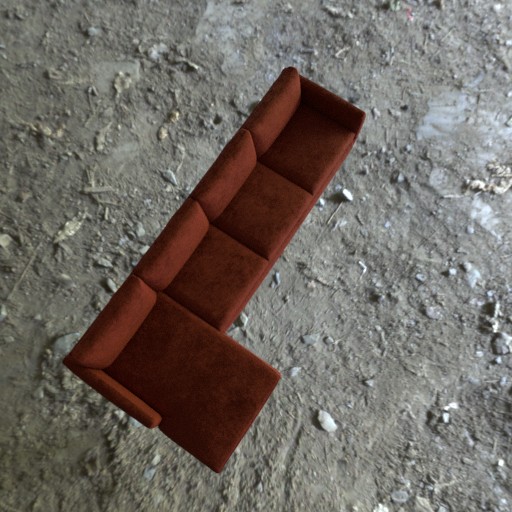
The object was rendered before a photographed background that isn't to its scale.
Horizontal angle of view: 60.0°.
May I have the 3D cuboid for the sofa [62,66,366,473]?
[{"bbox_3d":[0.000,0.000,2.923,1.136,0.663,2.467,33,78,8],"label":"sofa"}]
